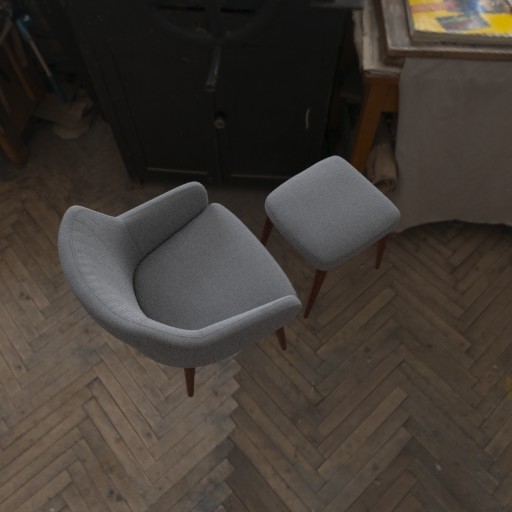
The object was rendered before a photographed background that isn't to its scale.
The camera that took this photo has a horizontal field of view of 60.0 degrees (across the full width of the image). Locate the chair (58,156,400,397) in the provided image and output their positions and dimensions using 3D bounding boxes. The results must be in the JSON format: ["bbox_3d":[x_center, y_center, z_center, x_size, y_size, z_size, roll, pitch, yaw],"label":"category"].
[{"bbox_3d":[0.000,0.000,1.567,1.107,0.799,0.584,-32,64,-17],"label":"chair"}]
